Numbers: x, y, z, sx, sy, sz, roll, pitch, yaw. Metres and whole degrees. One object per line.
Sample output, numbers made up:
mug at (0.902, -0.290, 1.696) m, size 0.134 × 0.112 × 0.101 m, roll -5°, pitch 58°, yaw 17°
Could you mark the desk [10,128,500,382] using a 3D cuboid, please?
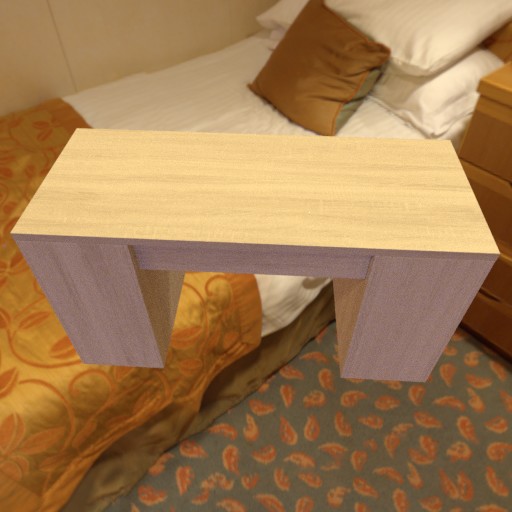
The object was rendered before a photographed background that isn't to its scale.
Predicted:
desk at (0.000, 0.000, 1.723) m, size 1.390 × 0.740 × 0.600 m, roll 2°, pitch 47°, yaw 2°
